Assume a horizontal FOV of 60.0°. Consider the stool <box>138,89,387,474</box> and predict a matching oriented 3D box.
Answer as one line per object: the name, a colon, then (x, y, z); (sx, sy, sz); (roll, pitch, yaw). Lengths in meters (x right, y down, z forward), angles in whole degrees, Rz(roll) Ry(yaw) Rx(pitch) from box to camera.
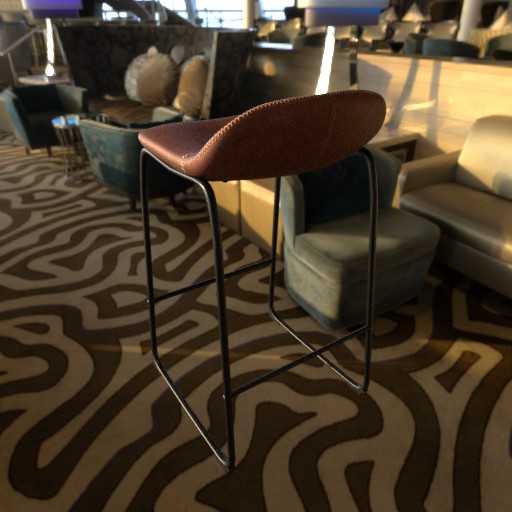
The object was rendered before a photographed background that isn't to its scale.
stool: (0.000, 0.000, 1.103); (0.454, 0.830, 0.473); (-18, 34, -29)
